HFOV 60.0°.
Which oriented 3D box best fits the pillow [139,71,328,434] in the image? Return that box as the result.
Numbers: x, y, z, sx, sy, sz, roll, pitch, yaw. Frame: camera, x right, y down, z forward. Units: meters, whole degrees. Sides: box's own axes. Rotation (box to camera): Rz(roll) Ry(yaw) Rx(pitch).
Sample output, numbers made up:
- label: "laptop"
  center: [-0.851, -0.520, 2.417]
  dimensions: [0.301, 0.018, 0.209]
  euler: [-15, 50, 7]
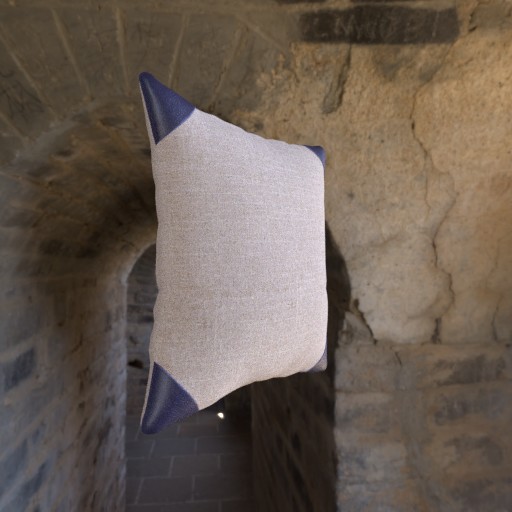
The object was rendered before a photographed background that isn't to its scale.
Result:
- label: "pillow"
  center: [0.000, 0.000, 0.701]
  dimensions: [0.147, 0.441, 0.440]
  euler: [-1, -2, 37]
